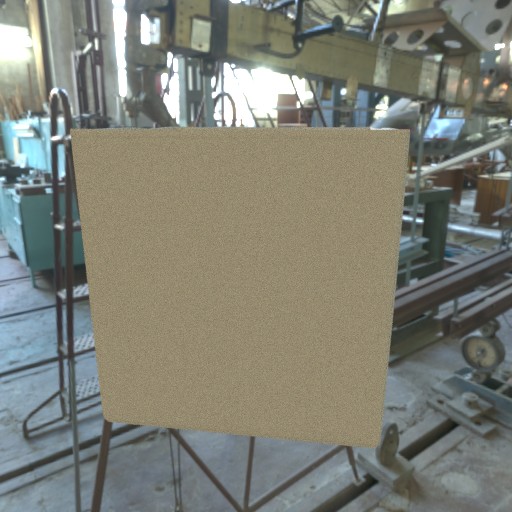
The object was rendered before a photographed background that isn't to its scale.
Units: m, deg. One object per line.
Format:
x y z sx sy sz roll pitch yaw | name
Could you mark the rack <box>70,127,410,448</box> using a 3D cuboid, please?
0.000 0.000 0.503 0.270 0.280 0.270 2 17 8 | rack
